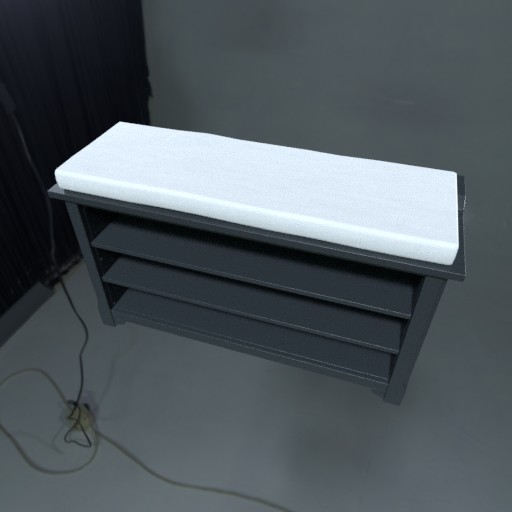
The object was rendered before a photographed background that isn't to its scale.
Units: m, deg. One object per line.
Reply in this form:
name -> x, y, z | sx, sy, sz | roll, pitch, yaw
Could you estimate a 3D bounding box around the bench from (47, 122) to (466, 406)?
bench -> 0.000, 0.000, 1.244 | 0.973, 0.561, 0.345 | 12, 42, 14
